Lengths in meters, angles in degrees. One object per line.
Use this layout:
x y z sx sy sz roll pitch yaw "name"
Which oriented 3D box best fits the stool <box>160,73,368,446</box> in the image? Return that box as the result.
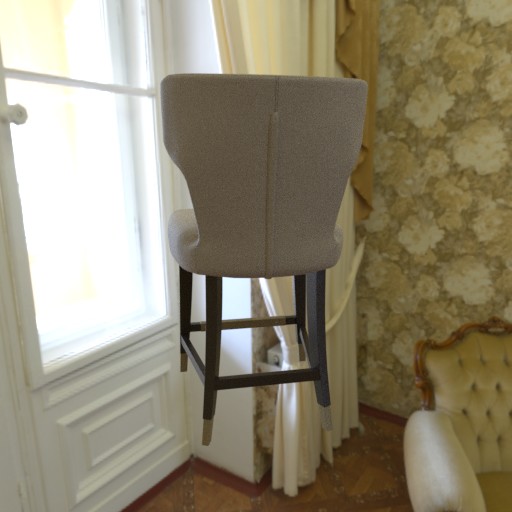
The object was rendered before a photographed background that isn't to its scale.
0.000 0.000 1.359 0.527 0.982 0.563 -3 14 -10 "stool"
